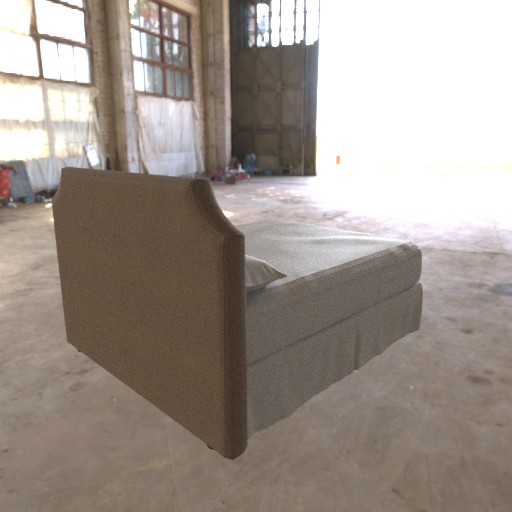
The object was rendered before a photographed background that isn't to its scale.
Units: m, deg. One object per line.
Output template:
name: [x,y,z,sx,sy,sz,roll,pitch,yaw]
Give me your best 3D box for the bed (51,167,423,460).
bed: [0.000,0.000,3.229,1.828,1.303,2.164,14,20,43]
